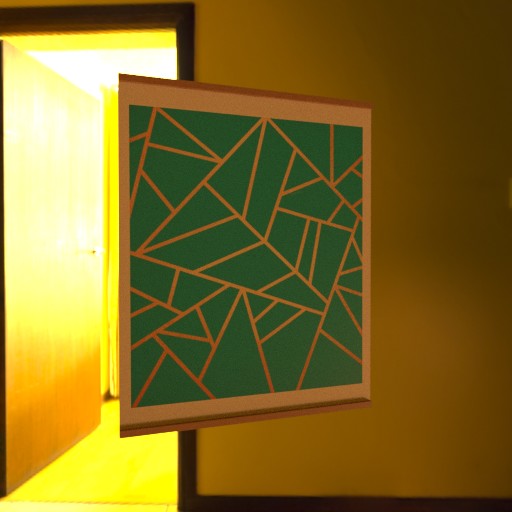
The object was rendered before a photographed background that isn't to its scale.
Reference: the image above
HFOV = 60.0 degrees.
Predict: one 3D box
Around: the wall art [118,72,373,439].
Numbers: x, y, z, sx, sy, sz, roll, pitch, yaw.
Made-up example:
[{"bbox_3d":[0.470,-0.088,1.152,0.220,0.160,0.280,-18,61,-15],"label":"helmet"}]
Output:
[{"bbox_3d":[0.000,0.000,0.683,0.405,0.508,0.012,0,1,-18],"label":"wall art"}]
